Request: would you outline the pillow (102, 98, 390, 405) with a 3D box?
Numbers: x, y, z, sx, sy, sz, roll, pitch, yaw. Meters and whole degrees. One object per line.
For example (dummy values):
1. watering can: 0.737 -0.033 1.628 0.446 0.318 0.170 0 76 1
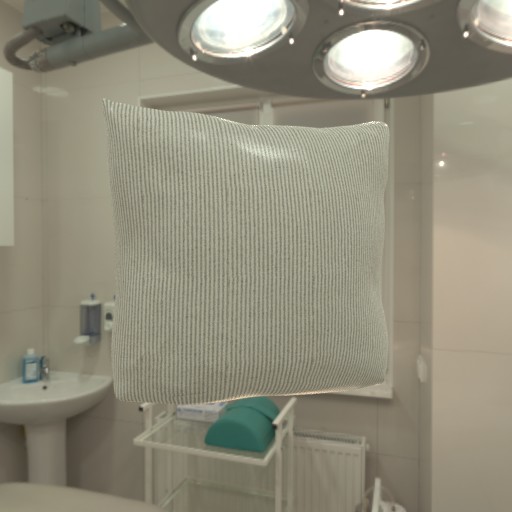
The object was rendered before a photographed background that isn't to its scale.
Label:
1. pillow: 0.000 0.000 0.680 0.387 0.432 0.310 0 1 18
